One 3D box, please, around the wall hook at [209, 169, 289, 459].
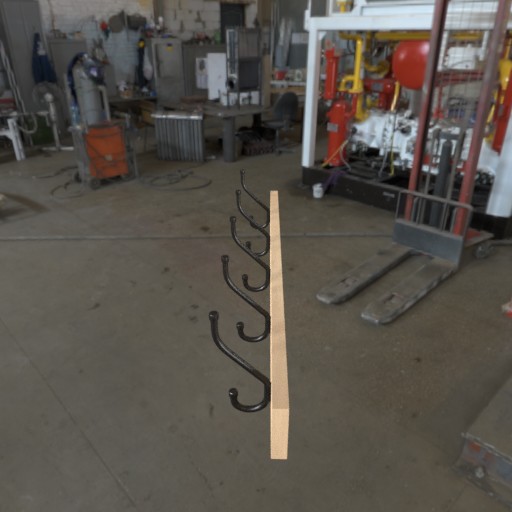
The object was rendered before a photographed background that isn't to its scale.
[{"bbox_3d":[0.000,0.000,0.622,0.071,0.117,0.571,1,27,1],"label":"wall hook"}]
